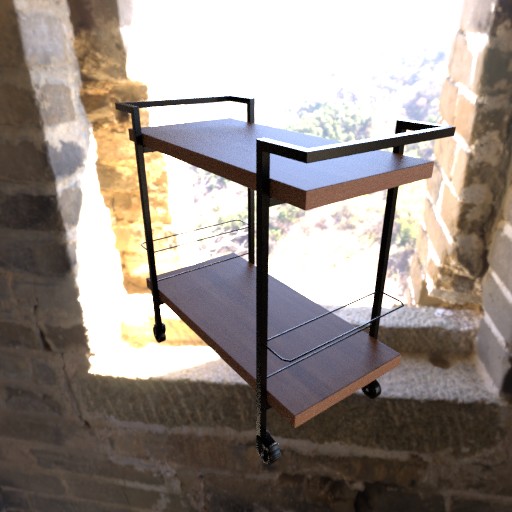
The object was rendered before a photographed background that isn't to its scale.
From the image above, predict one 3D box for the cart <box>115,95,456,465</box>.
[{"bbox_3d":[0.000,0.000,1.228,0.406,0.762,0.806,-17,30,-32],"label":"cart"}]
